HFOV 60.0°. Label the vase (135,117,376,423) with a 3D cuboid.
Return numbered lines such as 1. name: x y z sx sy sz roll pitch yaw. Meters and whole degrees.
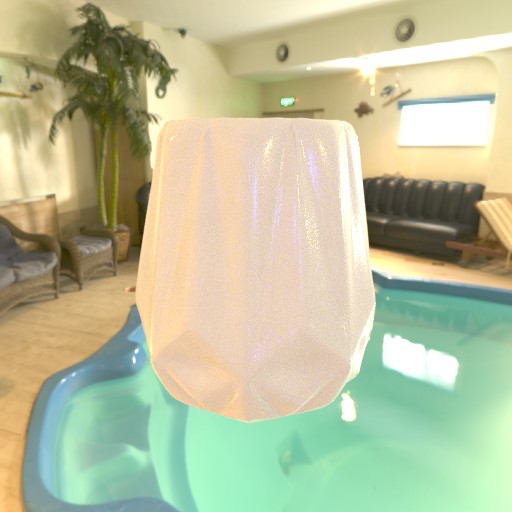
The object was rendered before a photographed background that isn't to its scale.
1. vase: 0.000 0.000 0.262 0.141 0.152 0.141 0 14 0
